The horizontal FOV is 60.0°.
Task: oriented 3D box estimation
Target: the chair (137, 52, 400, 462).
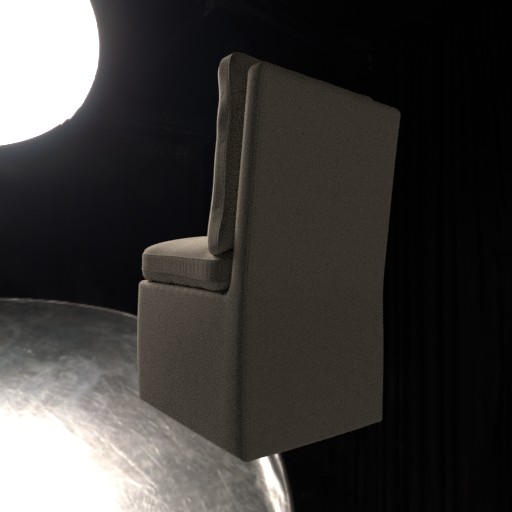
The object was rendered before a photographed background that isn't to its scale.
[{"bbox_3d":[0.000,0.000,1.327,0.503,0.927,0.698,1,-2,-36],"label":"chair"}]
